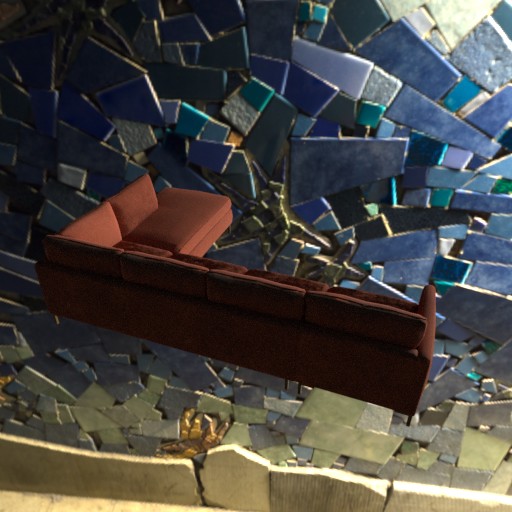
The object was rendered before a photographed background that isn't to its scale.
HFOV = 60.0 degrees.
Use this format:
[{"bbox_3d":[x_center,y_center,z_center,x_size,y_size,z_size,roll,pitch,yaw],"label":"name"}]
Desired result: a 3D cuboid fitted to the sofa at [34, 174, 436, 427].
[{"bbox_3d":[0.000,0.000,3.576,2.736,0.757,1.879,11,34,17],"label":"sofa"}]
